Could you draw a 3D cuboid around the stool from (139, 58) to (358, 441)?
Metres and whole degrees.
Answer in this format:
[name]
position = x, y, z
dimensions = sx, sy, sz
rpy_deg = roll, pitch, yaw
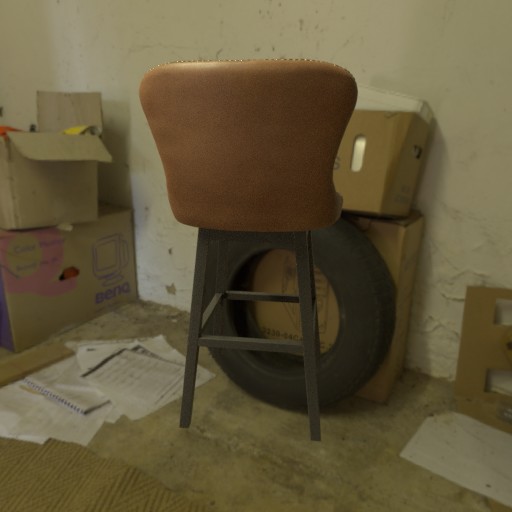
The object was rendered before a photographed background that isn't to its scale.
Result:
[stool]
position = 0.000, 0.000, 1.364
dimensions = 0.528, 1.050, 0.601
rpy_deg = 2, 17, 8
